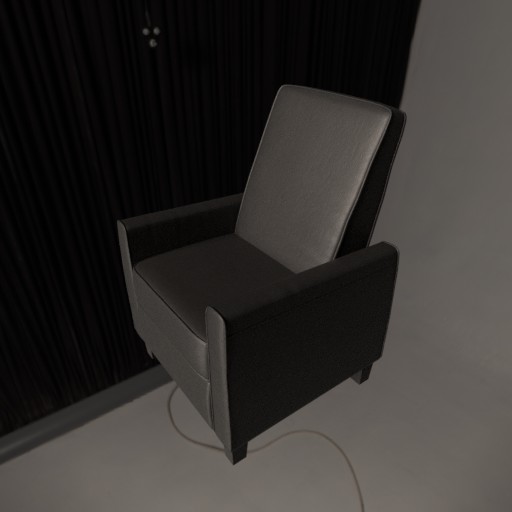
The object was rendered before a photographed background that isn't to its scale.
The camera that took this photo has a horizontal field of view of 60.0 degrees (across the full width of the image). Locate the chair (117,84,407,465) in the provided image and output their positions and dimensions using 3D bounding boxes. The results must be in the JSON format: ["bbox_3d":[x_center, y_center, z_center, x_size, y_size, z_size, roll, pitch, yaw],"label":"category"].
[{"bbox_3d":[0.000,0.000,1.534,0.746,1.013,0.705,-21,36,-31],"label":"chair"}]
